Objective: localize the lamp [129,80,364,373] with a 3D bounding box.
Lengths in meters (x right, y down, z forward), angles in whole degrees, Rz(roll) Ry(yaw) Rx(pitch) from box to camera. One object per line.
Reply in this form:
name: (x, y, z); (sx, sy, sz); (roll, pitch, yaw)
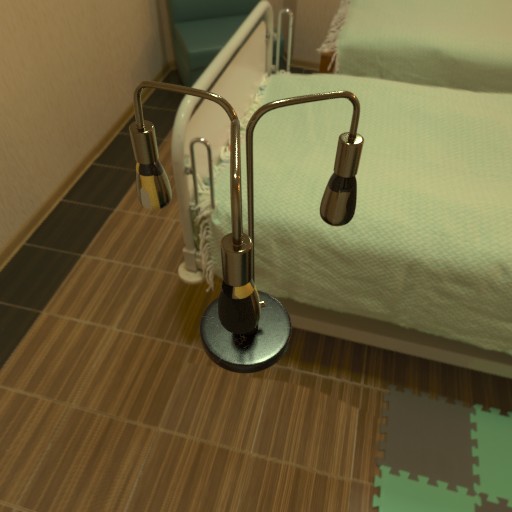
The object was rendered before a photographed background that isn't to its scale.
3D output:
lamp: (0.000, 0.000, 0.785); (0.368, 0.560, 0.355); (-11, 48, -10)
